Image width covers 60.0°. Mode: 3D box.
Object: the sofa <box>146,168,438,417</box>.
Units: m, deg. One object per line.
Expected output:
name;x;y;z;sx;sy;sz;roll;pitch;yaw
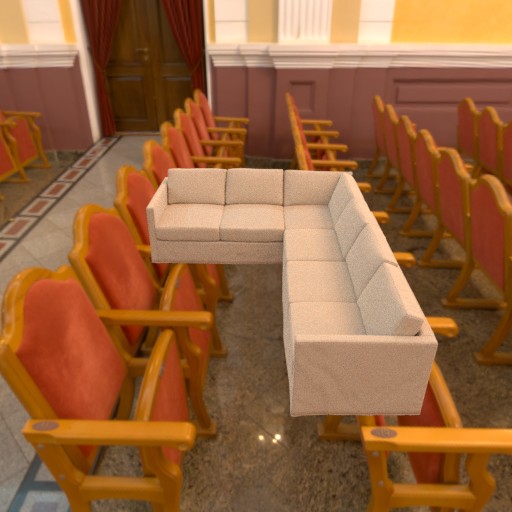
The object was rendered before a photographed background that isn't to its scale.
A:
sofa;0.000;0.000;4.363;2.432;0.871;3.182;1;29;1
